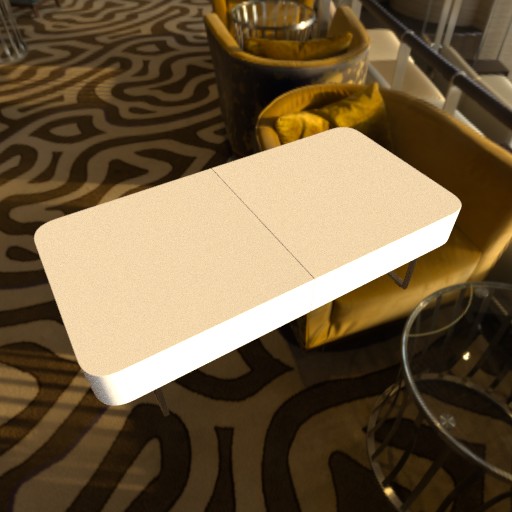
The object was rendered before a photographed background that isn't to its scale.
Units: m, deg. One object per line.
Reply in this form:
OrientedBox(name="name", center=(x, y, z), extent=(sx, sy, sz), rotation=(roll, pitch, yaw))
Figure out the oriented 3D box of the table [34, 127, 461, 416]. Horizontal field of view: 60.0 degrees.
OrientedBox(name="table", center=(0.000, 0.000, 1.464), extent=(1.200, 0.340, 0.600), rotation=(-23, 49, -21))
